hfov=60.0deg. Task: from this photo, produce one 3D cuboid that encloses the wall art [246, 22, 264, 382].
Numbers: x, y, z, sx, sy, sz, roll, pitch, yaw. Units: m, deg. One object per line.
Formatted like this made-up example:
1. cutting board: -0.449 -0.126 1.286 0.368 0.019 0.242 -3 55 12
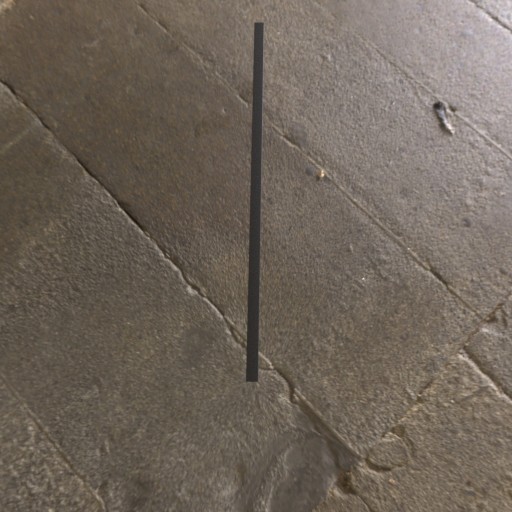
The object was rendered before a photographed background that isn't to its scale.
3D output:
1. wall art: 0.000 0.000 0.840 0.013 0.657 0.457 1 74 0
